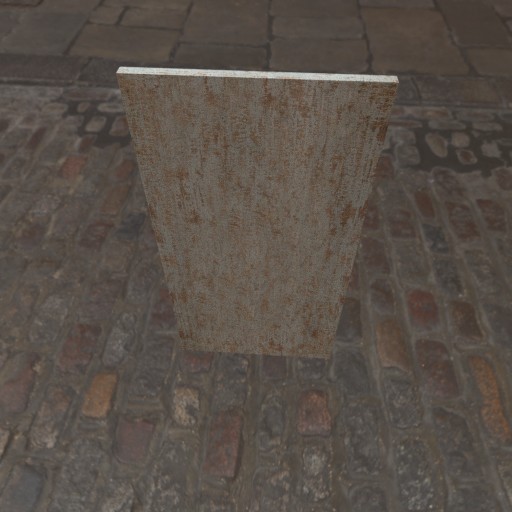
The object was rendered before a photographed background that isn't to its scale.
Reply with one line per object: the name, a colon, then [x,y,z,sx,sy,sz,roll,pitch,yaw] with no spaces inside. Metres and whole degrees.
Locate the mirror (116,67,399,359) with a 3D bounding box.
mirror: [0.000,0.000,1.090,0.472,0.922,0.027,3,48,3]
